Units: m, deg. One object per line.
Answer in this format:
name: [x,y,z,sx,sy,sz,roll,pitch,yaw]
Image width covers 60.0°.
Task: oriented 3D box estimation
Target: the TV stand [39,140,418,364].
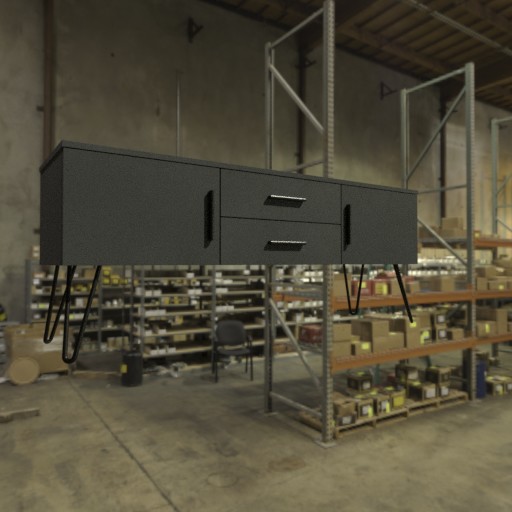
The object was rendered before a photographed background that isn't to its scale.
TV stand: [0.000,0.000,1.636,1.400,0.560,0.400,1,-1,-34]
